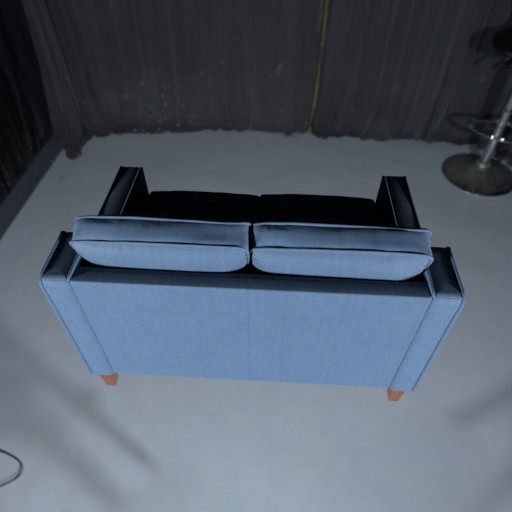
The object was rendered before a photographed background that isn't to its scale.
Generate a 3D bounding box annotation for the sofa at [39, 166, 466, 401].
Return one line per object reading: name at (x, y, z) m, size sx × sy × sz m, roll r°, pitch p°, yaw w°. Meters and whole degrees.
sofa at (0.000, 0.000, 2.120) m, size 1.501 × 0.971 × 0.987 m, roll 2°, pitch 46°, yaw 2°
